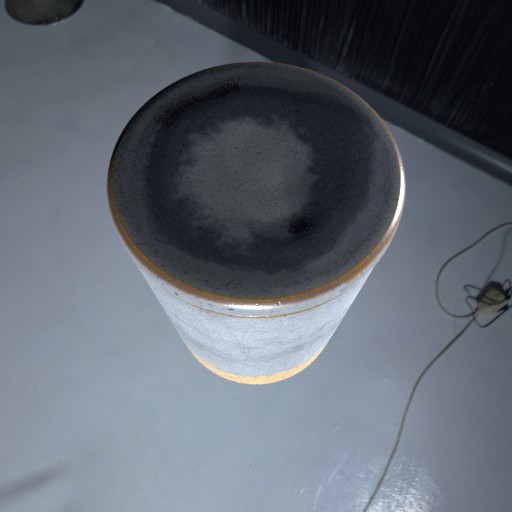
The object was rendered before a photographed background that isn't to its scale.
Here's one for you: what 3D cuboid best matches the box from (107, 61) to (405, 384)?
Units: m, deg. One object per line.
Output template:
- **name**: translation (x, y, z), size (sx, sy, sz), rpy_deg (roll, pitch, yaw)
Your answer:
- **box**: translation (0.000, 0.000, 0.248), size (0.118, 0.168, 0.118), rpy_deg (0, 65, 0)
